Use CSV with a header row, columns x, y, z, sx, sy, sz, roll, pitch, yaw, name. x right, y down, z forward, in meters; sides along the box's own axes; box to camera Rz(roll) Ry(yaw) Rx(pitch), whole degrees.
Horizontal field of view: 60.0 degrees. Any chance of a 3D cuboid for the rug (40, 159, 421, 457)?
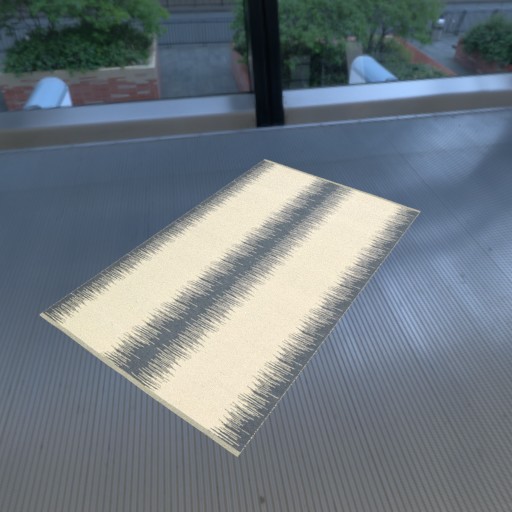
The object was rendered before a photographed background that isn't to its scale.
x,y,z,sx,sy,sz,roll,pitch,yaw,name
0.000,0.000,3.135,1.519,0.003,2.453,24,46,26,rug
